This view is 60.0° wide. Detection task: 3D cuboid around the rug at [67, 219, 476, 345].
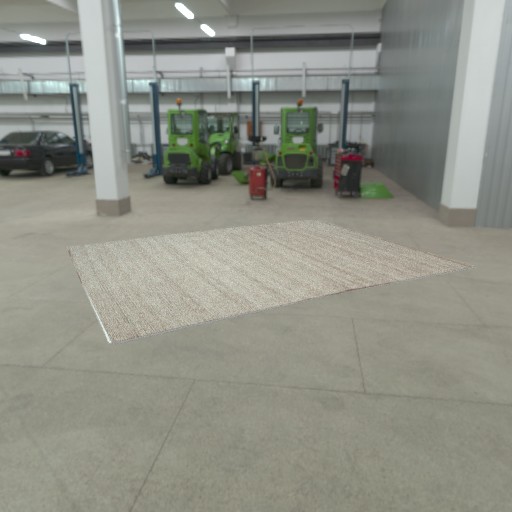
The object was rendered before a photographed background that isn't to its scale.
[{"bbox_3d":[0.000,0.000,4.303,3.202,0.045,2.434,-8,18,-26],"label":"rug"}]
